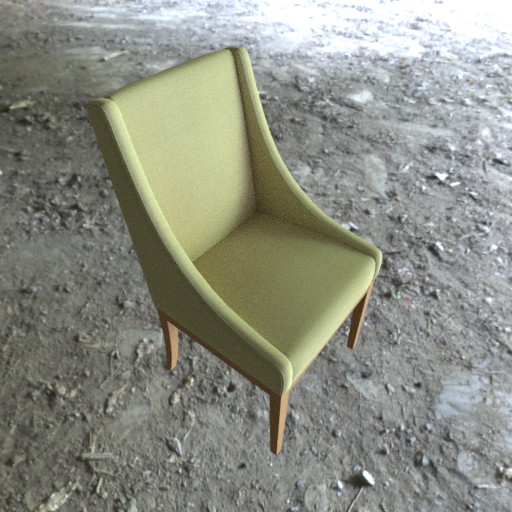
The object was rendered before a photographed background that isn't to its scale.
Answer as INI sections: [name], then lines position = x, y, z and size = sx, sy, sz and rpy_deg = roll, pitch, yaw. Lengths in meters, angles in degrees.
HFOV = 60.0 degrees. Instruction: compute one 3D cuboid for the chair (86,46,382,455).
[chair]
position = 0.000, 0.000, 1.376
size = 0.611, 1.021, 0.575
rpy_deg = 27, 48, 27
